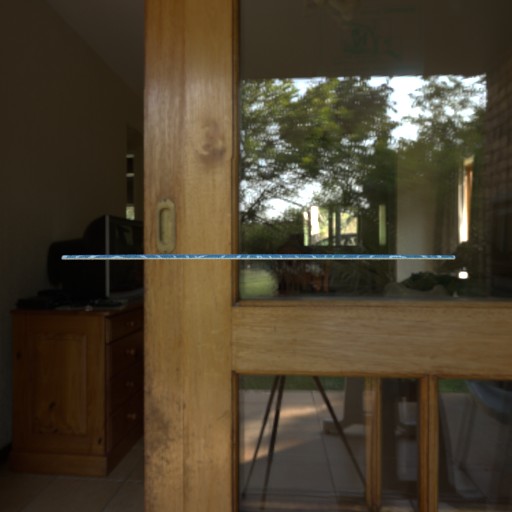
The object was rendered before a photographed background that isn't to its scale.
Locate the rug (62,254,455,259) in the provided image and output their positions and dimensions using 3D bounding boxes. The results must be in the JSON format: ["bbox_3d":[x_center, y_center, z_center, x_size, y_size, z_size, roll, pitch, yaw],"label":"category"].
[{"bbox_3d":[0.000,0.000,2.806,1.543,0.015,2.144,0,0,-1],"label":"rug"}]
